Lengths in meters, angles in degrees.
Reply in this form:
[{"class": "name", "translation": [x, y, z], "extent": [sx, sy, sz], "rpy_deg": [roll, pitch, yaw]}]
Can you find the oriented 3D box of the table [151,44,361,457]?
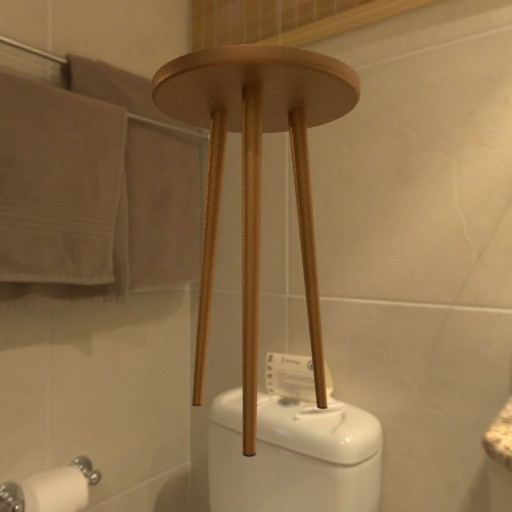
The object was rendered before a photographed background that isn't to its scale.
[{"class": "table", "translation": [0.000, 0.000, 0.651], "extent": [0.299, 0.480, 0.299], "rpy_deg": [0, 0, 1]}]
